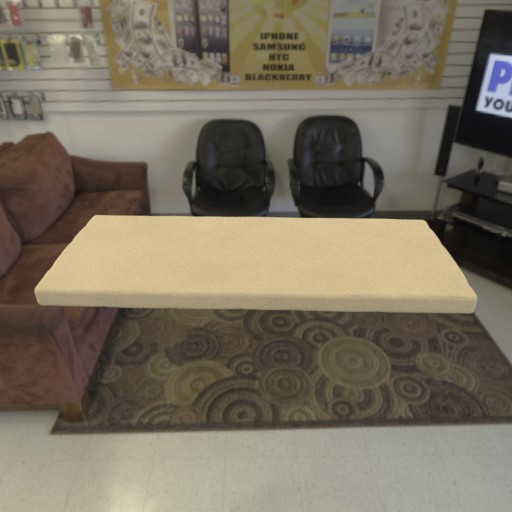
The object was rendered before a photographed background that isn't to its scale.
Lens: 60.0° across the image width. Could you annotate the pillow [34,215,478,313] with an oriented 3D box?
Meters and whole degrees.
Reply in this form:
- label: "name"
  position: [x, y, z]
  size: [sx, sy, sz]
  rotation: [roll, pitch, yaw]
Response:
- label: "pillow"
  position: [0.000, 0.000, 1.352]
  size: [1.187, 0.081, 0.492]
  rotation: [1, 30, 2]
